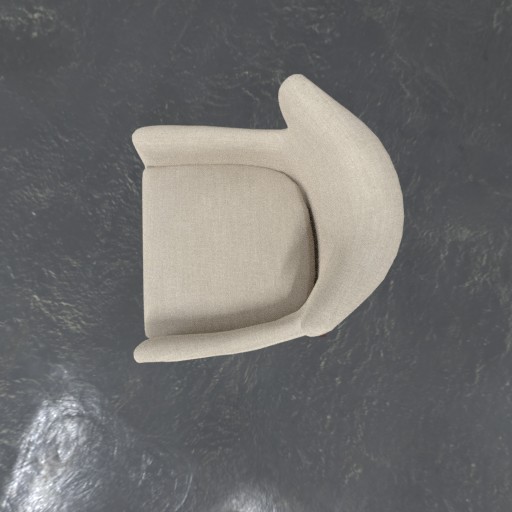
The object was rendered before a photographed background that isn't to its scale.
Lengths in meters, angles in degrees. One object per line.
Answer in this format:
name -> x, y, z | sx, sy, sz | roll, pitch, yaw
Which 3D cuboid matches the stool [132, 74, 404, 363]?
stool -> 0.000, 0.000, 1.391 | 0.637, 0.987, 0.615 | -4, 76, -1
